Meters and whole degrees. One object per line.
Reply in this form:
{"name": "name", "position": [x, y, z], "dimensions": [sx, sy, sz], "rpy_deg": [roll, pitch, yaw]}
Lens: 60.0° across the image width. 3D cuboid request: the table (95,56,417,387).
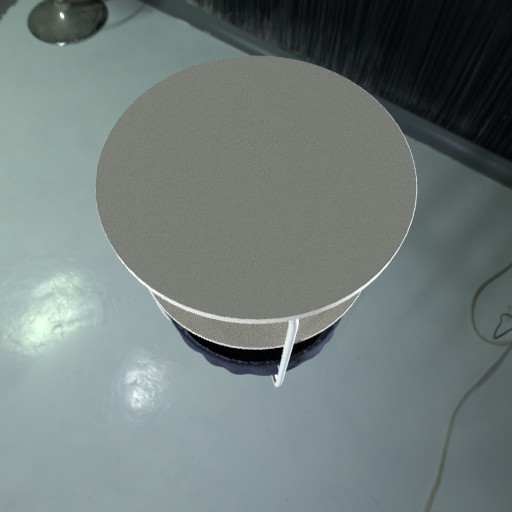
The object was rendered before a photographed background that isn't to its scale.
{"name": "table", "position": [0.000, 0.000, 0.822], "dimensions": [0.418, 0.532, 0.418], "rpy_deg": [29, 67, 13]}
